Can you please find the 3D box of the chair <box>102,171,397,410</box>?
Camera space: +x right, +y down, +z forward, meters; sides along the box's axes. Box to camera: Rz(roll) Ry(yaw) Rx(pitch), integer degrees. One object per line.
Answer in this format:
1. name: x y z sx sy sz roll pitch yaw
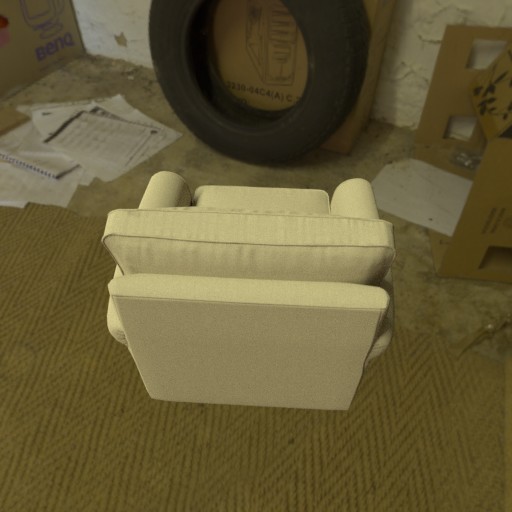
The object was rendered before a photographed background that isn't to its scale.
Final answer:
1. chair: 0.000 0.000 1.831 1.029 0.967 0.966 3 48 2
